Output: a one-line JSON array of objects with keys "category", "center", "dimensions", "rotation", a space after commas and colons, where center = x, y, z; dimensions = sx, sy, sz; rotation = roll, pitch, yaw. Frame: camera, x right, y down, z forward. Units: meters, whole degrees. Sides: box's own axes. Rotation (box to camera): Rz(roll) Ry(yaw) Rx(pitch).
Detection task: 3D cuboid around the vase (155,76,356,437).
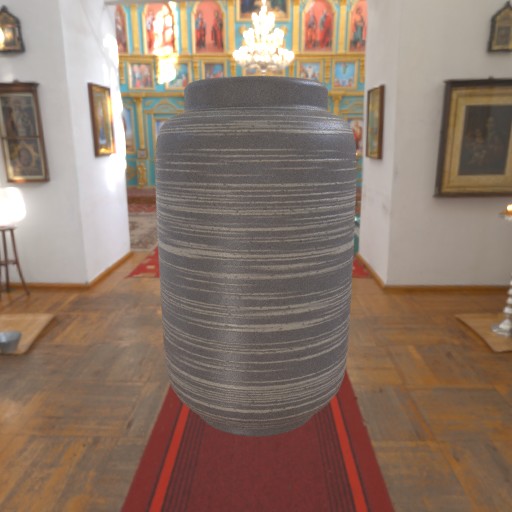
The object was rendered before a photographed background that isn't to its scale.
[{"category": "vase", "center": [0.000, 0.000, 0.692], "dimensions": [0.297, 0.499, 0.297], "rotation": [0, 13, 0]}]
